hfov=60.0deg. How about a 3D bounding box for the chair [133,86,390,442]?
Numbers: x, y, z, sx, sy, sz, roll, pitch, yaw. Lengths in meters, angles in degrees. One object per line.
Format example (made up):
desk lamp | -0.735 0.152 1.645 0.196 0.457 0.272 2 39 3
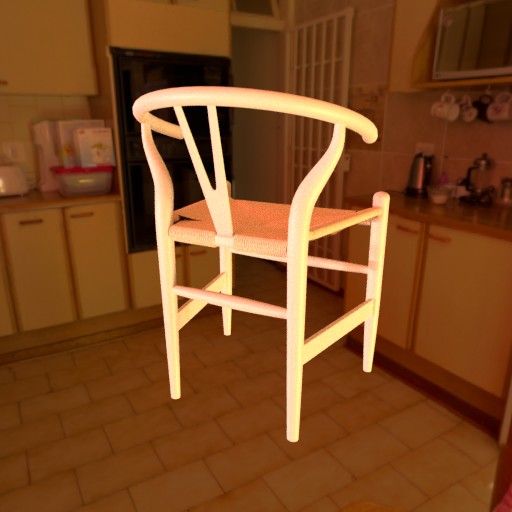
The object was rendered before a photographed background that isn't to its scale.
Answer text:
chair | 0.000 0.000 1.070 0.533 0.736 0.500 9 19 27
